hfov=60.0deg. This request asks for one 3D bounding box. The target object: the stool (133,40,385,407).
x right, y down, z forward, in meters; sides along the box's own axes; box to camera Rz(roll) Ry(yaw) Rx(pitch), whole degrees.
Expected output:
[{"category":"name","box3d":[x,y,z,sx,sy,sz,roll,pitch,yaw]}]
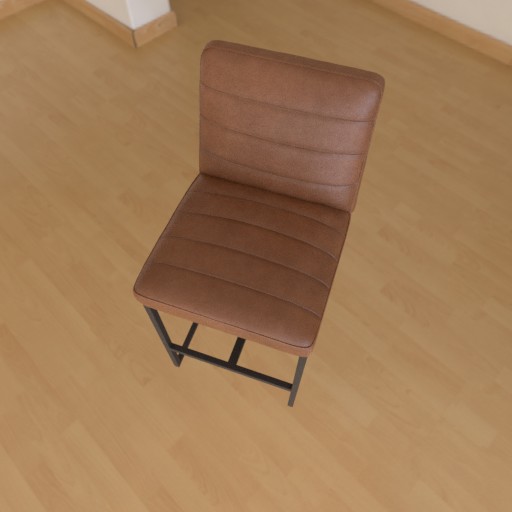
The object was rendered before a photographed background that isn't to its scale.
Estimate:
[{"category":"stool","box3d":[0.000,0.000,1.266,0.458,0.940,0.556,16,59,10]}]
